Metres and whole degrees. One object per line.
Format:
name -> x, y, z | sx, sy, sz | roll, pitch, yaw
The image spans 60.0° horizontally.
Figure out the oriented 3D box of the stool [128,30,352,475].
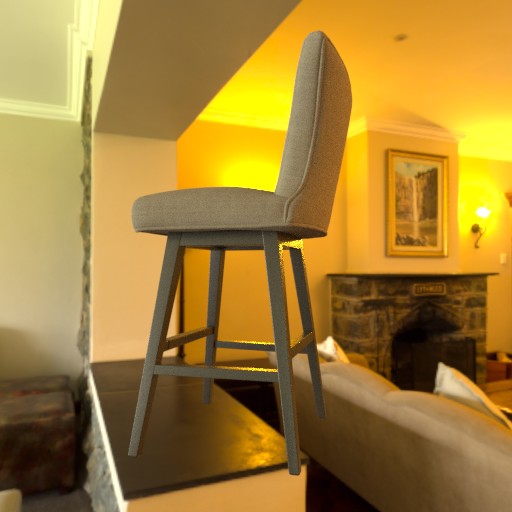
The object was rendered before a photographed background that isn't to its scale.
stool -> 0.000, 0.000, 1.361 | 0.574, 1.086, 0.514 | 0, -2, 17
